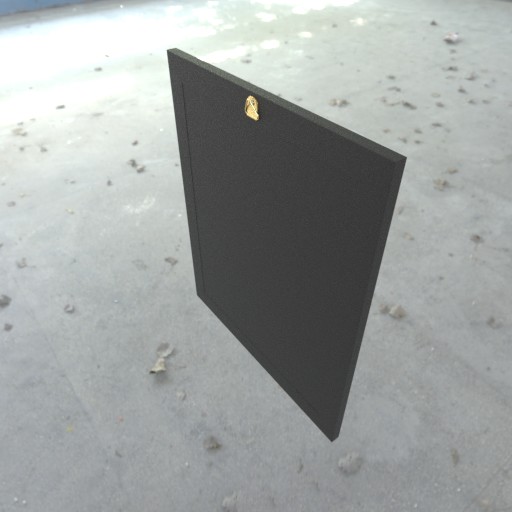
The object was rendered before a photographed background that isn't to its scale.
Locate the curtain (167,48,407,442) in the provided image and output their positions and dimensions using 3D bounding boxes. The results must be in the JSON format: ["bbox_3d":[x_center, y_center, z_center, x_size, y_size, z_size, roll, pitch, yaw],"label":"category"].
[{"bbox_3d":[0.000,0.000,0.789,0.027,0.585,0.483,-26,47,-27],"label":"curtain"}]
